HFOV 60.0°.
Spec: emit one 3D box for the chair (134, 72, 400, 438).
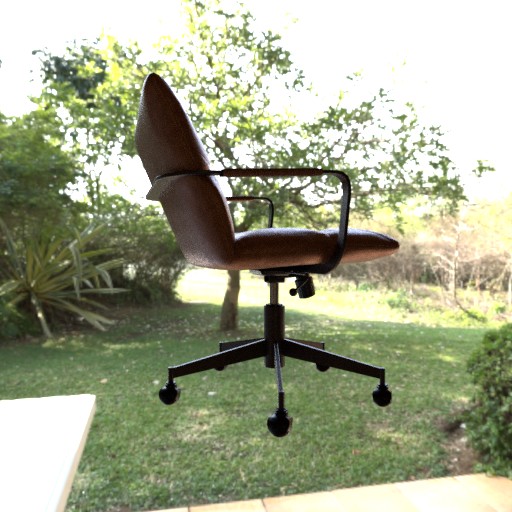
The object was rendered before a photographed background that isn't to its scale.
[{"bbox_3d":[0.000,0.000,1.452,0.754,0.922,0.727,0,0,-18],"label":"chair"}]
